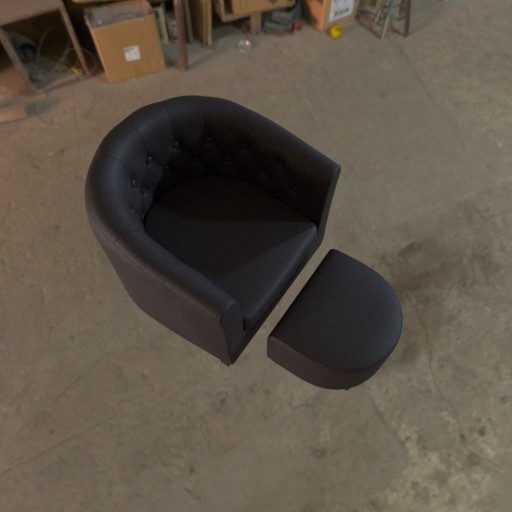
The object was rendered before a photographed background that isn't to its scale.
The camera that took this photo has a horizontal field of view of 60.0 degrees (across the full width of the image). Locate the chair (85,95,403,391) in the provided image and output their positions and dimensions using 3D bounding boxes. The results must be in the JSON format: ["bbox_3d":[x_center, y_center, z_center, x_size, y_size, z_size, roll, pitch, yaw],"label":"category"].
[{"bbox_3d":[0.000,0.000,1.683,1.191,0.760,0.763,30,63,17],"label":"chair"}]
